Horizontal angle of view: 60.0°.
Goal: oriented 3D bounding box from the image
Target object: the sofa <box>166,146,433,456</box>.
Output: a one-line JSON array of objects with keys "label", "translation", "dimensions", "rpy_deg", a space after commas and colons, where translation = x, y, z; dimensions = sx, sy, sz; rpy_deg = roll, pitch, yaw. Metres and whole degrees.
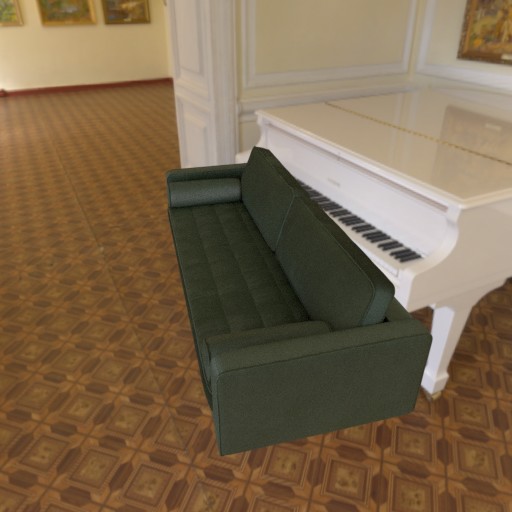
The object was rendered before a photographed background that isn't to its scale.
[{"label": "sofa", "translation": [0.000, 0.000, 2.678], "dimensions": [0.918, 0.769, 2.199], "rpy_deg": [-8, 32, -12]}]
